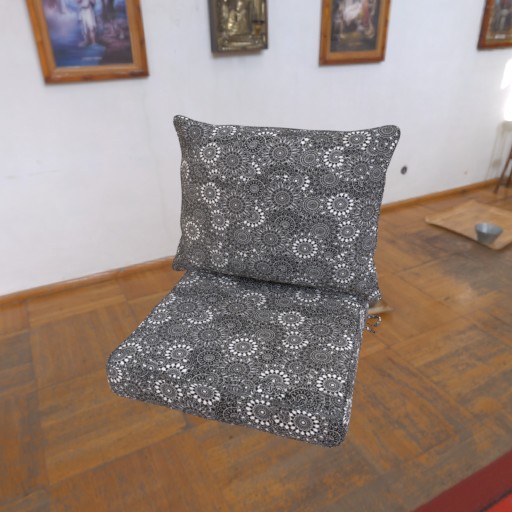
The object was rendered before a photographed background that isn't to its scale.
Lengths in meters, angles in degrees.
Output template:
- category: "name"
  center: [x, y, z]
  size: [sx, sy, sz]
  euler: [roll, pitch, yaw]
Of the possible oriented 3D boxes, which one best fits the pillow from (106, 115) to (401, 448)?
- category: "pillow"
  center: [0.000, 0.000, 1.363]
  size: [0.798, 0.722, 0.740]
  euler: [8, 28, 15]
